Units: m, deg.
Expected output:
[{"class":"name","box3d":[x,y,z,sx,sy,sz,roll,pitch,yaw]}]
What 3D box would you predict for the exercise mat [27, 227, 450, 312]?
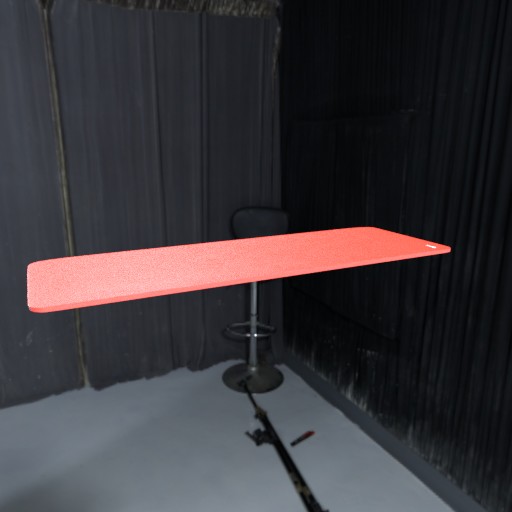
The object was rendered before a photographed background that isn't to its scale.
[{"class":"exercise mat","box3d":[0.000,0.000,2.023,1.869,0.021,0.616,-7,16,-25]}]
